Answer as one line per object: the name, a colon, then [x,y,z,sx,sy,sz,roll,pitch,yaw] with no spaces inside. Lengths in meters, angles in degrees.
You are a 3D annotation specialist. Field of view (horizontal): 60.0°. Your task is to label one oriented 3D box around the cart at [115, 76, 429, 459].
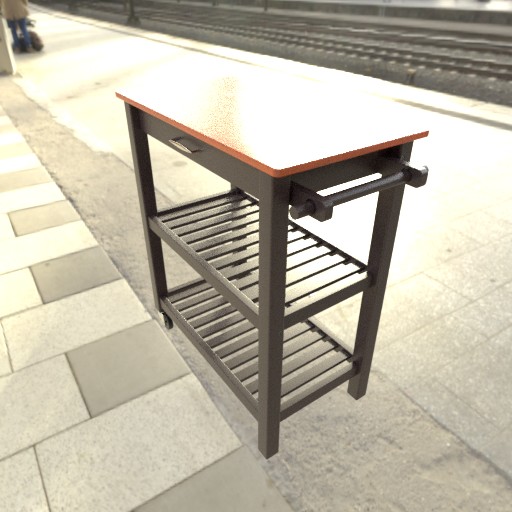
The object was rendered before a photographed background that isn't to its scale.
cart: [0.000,0.000,1.436,0.457,0.927,0.899,-21,37,-29]
